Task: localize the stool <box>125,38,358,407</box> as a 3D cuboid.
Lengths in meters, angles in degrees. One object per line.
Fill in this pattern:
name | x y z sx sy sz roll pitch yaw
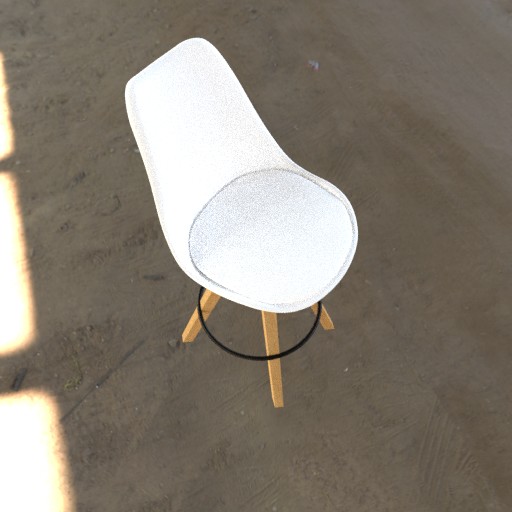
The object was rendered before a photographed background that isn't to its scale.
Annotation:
stool | 0.000 0.000 1.350 0.549 1.115 0.482 31 62 18
